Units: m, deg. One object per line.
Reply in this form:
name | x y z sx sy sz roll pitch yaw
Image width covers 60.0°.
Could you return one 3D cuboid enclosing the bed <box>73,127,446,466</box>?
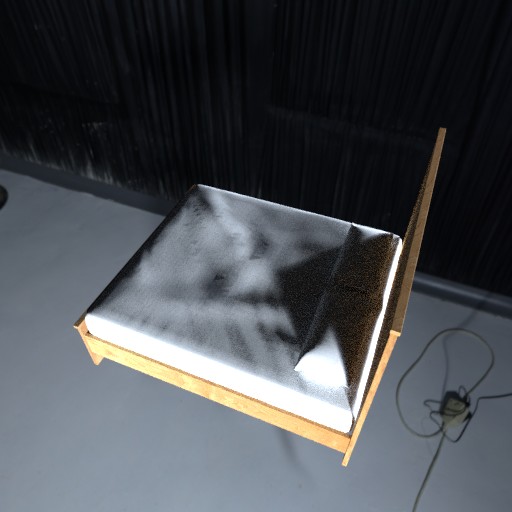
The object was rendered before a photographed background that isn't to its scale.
bed | 0.000 0.000 3.501 2.201 1.686 1.936 16 48 16
